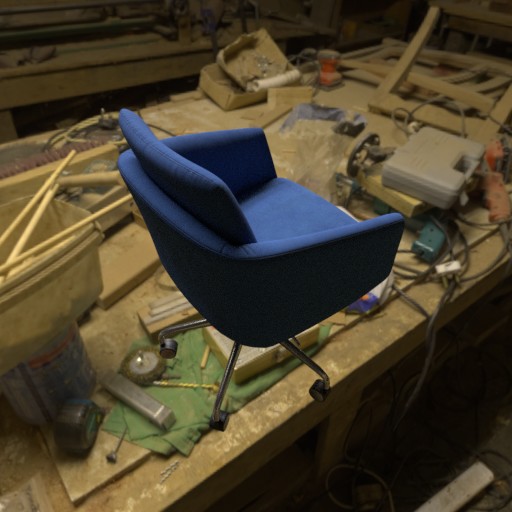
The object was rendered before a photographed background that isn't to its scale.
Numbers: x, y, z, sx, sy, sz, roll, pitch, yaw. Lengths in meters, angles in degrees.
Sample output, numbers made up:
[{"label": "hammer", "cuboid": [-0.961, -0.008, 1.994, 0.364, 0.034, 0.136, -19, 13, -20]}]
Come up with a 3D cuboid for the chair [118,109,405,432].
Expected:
[{"label": "chair", "cuboid": [0.000, 0.000, 1.340, 0.635, 0.908, 0.641, -25, 46, -27]}]
